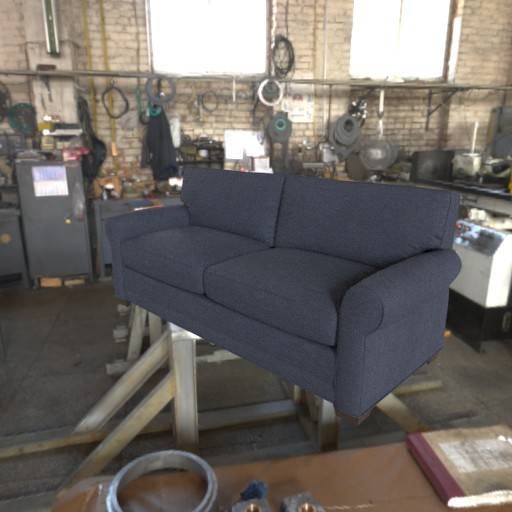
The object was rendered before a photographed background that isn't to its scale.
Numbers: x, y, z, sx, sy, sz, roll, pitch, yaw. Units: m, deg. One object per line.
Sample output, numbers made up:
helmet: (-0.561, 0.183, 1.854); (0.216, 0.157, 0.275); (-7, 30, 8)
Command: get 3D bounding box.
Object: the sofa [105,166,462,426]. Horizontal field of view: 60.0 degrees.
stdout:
sofa: (0.000, 0.000, 2.913); (2.391, 1.026, 0.954); (15, 22, 42)
